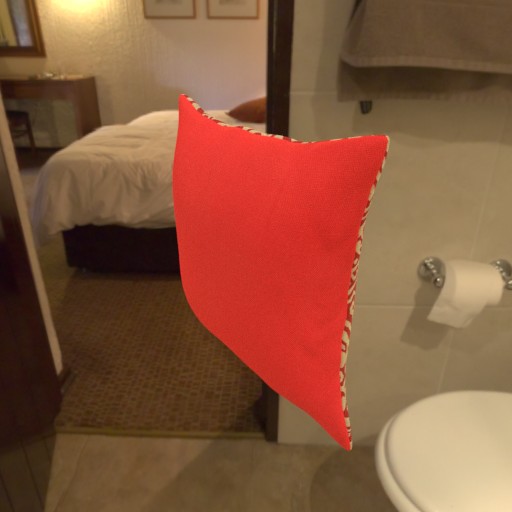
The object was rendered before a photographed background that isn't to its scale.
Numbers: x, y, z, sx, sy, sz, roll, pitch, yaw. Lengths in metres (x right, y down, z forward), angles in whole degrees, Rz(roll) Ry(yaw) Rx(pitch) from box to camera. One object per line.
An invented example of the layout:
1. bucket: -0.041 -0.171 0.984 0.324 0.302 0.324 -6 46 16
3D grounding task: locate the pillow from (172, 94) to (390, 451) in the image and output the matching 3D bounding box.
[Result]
1. pillow: 0.000 0.000 0.798 0.192 0.507 0.522 -17 31 -31
